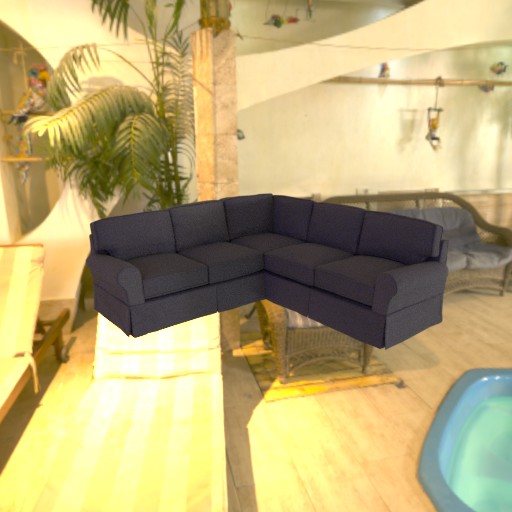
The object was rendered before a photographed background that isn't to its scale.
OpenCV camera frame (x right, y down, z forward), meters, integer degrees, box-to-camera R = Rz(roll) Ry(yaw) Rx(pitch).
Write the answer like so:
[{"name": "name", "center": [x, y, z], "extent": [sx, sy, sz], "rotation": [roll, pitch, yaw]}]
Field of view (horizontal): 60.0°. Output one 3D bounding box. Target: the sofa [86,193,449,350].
[{"name": "sofa", "center": [0.000, 0.000, 5.155], "extent": [3.773, 1.169, 2.874], "rotation": [-2, 16, -8]}]
